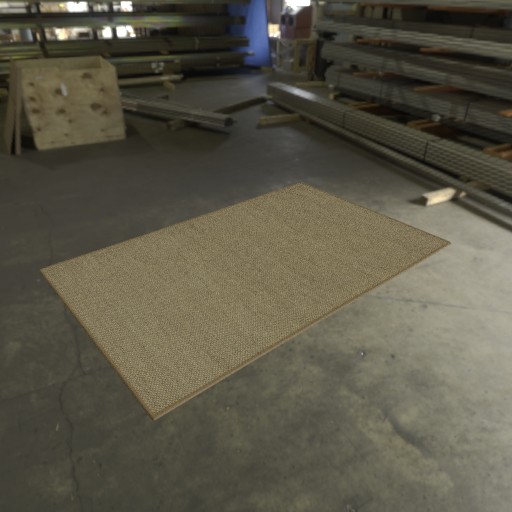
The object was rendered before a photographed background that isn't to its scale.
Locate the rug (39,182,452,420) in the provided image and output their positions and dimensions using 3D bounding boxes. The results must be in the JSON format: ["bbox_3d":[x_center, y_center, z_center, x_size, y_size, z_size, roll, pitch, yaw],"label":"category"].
[{"bbox_3d":[0.000,0.000,2.104,1.667,0.013,1.062,-23,38,-33],"label":"rug"}]
